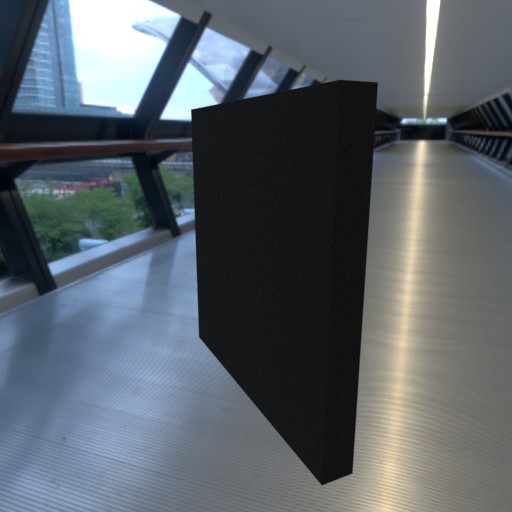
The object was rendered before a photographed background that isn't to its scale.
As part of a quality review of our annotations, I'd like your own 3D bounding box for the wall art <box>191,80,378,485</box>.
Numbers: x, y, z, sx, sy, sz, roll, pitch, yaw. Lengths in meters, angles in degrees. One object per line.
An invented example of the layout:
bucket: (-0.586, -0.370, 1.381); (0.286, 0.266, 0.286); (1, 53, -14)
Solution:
wall art: (0.000, 0.000, 0.458); (0.030, 0.305, 0.308); (-7, 16, -25)
